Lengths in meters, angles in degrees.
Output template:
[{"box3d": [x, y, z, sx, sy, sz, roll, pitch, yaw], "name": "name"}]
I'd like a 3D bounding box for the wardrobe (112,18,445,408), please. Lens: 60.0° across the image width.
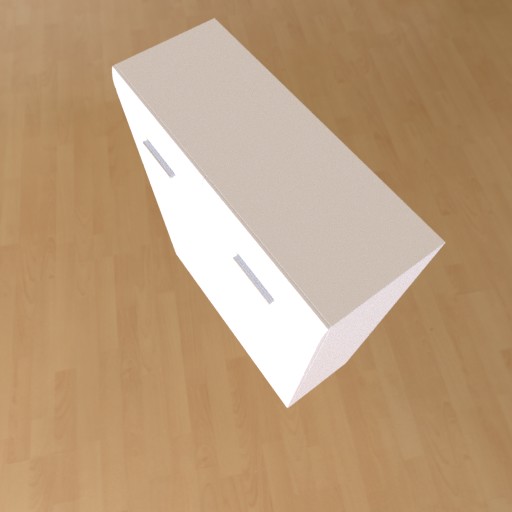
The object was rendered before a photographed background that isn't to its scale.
[{"box3d": [0.000, 0.000, 1.609, 0.360, 1.200, 0.900, -33, 68, -15], "name": "wardrobe"}]
